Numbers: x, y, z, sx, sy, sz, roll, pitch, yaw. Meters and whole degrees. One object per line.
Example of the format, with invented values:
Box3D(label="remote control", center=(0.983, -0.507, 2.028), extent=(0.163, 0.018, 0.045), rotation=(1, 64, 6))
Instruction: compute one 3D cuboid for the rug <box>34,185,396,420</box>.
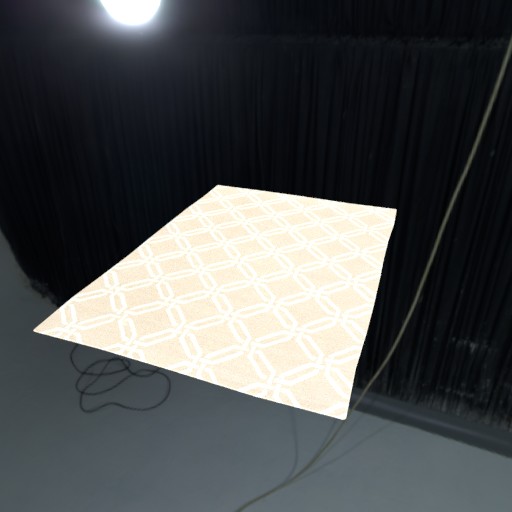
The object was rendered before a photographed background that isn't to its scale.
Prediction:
Box3D(label="rug", center=(0.000, 0.000, 2.767), extent=(1.524, 0.013, 2.135), rotation=(10, 31, 18))
